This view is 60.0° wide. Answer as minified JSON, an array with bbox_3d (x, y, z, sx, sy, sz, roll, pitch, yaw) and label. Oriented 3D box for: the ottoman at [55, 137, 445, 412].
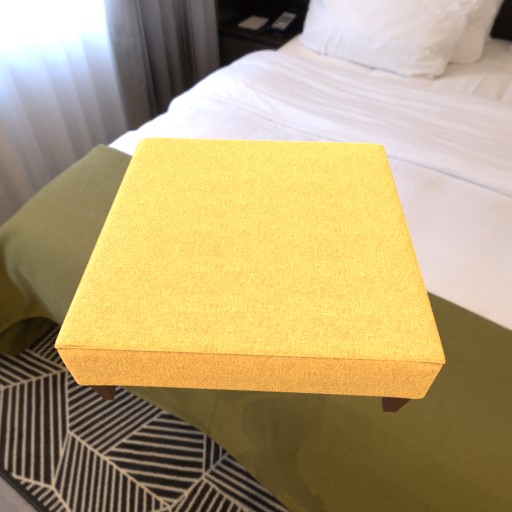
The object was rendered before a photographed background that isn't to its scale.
[{"bbox_3d":[0.000,0.000,1.520,0.970,0.378,0.981,2,46,2],"label":"ottoman"}]
